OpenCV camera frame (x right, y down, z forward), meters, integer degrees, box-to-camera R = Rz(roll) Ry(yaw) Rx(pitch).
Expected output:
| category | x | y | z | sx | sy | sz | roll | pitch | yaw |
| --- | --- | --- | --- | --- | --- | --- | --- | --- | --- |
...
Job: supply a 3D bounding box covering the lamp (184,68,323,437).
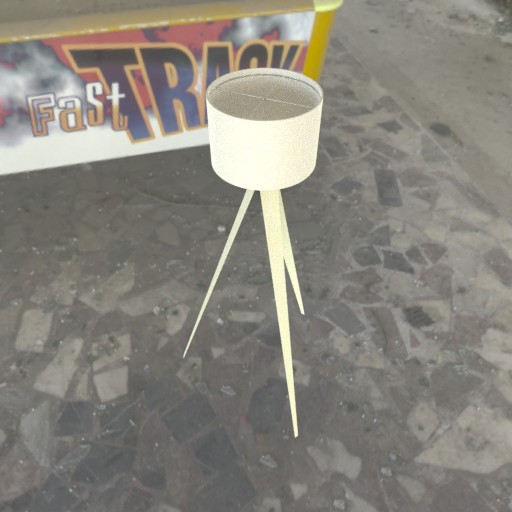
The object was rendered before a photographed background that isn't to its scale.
| category | x | y | z | sx | sy | sz | roll | pitch | yaw |
| --- | --- | --- | --- | --- | --- | --- | --- | --- | --- |
| lamp | 0.000 | 0.000 | 1.903 | 0.724 | 1.524 | 0.716 | 17 | 48 | 16 |
